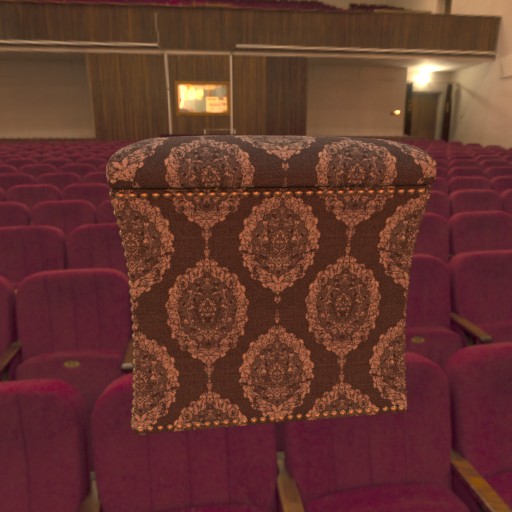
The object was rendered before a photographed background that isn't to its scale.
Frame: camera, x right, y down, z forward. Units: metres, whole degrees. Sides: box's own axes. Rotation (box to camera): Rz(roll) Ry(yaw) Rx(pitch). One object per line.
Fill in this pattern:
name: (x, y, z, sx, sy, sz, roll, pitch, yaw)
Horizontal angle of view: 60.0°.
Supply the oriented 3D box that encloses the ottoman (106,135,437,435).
ottoman: (0.000, 0.000, 0.904, 0.497, 0.475, 0.507, -2, 14, -8)
